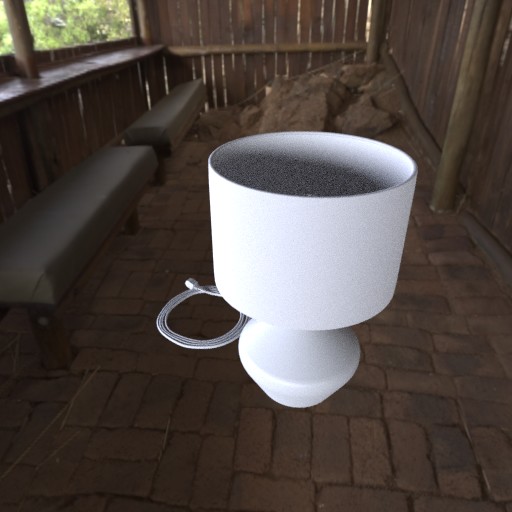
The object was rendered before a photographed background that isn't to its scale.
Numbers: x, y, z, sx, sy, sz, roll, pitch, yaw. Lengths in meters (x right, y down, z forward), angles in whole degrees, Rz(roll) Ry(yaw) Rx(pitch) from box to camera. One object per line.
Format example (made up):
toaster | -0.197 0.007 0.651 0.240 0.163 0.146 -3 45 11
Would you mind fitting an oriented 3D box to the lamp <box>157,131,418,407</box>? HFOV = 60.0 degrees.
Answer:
lamp | 0.000 0.000 0.863 0.401 0.457 0.546 -9 32 -15
